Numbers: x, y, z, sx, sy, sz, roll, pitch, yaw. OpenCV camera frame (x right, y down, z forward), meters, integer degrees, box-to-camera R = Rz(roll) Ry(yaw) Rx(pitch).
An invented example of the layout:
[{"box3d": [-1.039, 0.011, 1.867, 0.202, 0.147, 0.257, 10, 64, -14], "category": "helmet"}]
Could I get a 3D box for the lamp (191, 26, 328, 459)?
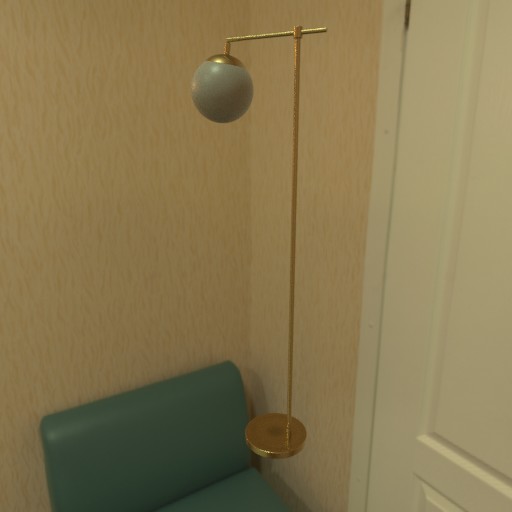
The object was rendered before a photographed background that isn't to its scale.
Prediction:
[{"box3d": [0.000, 0.000, 1.633, 0.476, 1.505, 0.249, 8, 17, 25], "category": "lamp"}]
